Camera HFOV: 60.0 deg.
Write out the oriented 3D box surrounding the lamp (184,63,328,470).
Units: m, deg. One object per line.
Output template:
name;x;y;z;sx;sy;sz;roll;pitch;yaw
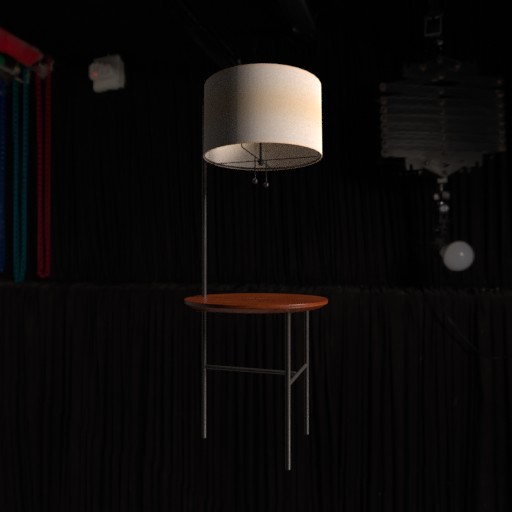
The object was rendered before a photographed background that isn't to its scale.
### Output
lamp;0.000;0.000;1.795;0.573;1.517;0.573;0;-1;0
